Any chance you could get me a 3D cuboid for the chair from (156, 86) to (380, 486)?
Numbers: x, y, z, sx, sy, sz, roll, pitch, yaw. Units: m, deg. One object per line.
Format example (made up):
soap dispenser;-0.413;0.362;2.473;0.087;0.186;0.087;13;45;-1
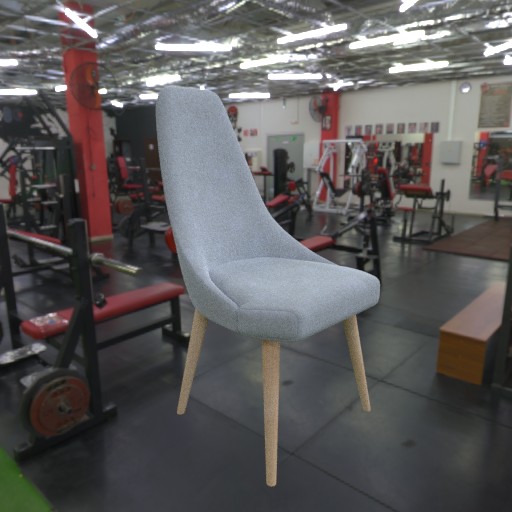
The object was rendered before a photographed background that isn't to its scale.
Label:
chair;0.000;0.000;1.377;0.660;1.040;0.510;13;19;43
